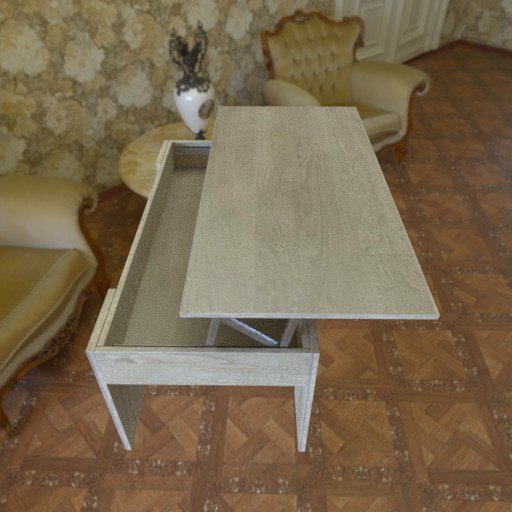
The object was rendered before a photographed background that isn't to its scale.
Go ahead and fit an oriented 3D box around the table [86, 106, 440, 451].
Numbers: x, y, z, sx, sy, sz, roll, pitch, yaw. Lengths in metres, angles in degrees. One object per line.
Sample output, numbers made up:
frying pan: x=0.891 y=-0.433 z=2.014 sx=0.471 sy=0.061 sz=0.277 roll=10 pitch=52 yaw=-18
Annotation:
table: x=0.000 y=0.000 z=1.409 sx=0.711 sy=0.570 sz=1.000 roll=0 pitch=41 yaw=0
